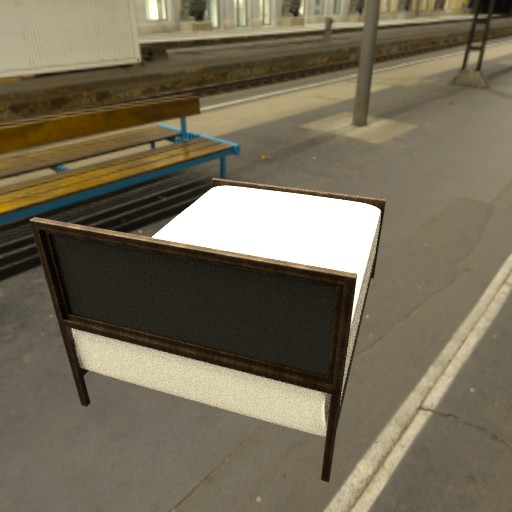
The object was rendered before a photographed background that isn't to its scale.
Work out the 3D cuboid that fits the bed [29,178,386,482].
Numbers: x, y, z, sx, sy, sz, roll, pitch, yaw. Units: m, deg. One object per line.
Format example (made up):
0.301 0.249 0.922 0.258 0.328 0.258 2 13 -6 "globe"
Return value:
0.000 0.000 3.202 1.607 1.313 2.221 10 31 17 "bed"
